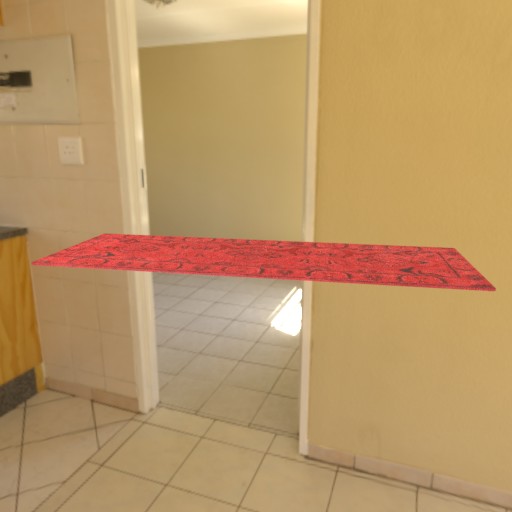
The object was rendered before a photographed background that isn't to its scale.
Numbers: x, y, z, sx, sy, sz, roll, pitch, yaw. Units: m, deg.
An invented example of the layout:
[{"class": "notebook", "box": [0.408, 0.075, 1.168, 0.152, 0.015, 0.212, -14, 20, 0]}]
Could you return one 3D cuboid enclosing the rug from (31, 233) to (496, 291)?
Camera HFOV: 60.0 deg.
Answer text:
[{"class": "rug", "box": [0.000, 0.000, 2.671, 2.439, 0.018, 0.813, 3, 15, 10]}]
